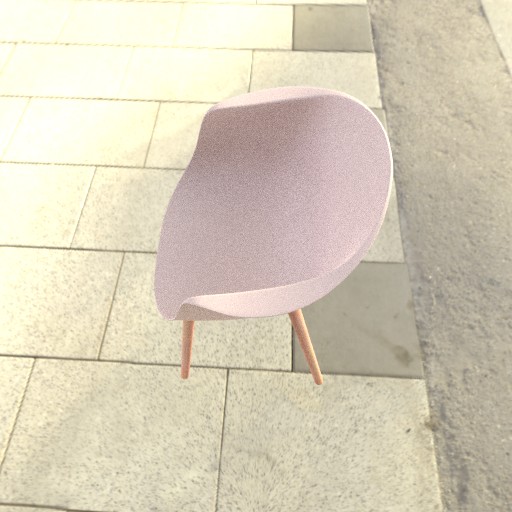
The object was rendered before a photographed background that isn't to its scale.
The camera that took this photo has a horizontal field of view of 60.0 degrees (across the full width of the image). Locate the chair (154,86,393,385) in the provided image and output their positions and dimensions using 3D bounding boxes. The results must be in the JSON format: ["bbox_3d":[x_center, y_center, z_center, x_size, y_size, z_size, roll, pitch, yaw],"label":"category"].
[{"bbox_3d":[0.000,0.000,1.162,0.504,0.781,0.593,1,59,1],"label":"chair"}]
